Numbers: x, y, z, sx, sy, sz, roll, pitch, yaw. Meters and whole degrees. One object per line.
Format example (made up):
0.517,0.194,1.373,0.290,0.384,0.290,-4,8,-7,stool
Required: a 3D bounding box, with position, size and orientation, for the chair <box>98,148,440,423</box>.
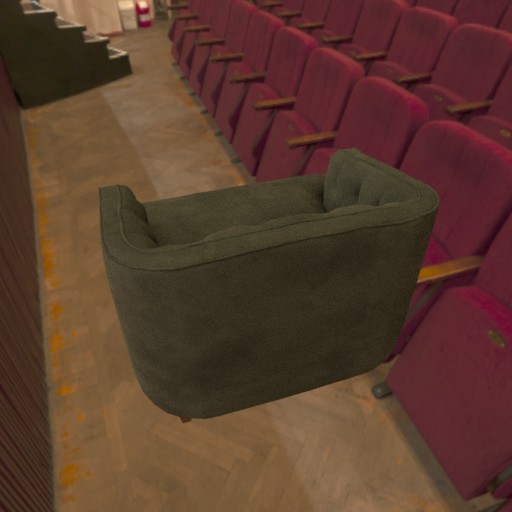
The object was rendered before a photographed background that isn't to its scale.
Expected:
0.000,0.000,1.771,1.104,0.852,0.941,-12,41,-14,chair
